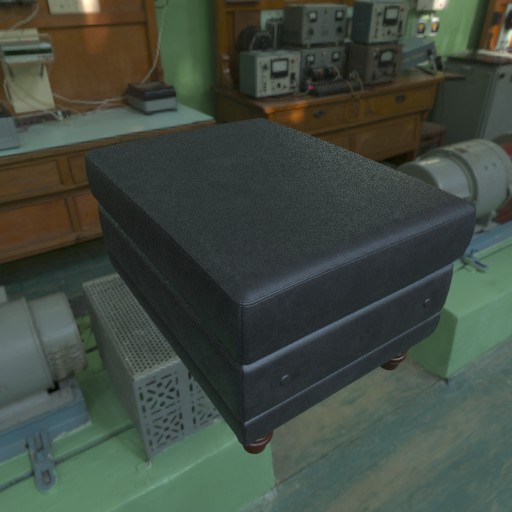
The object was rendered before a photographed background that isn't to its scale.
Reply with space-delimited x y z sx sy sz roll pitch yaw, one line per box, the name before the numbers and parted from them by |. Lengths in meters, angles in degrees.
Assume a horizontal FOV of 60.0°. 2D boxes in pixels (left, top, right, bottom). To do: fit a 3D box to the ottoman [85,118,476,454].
ottoman | 0.000 0.000 1.151 0.590 0.498 0.795 -20 38 -28
